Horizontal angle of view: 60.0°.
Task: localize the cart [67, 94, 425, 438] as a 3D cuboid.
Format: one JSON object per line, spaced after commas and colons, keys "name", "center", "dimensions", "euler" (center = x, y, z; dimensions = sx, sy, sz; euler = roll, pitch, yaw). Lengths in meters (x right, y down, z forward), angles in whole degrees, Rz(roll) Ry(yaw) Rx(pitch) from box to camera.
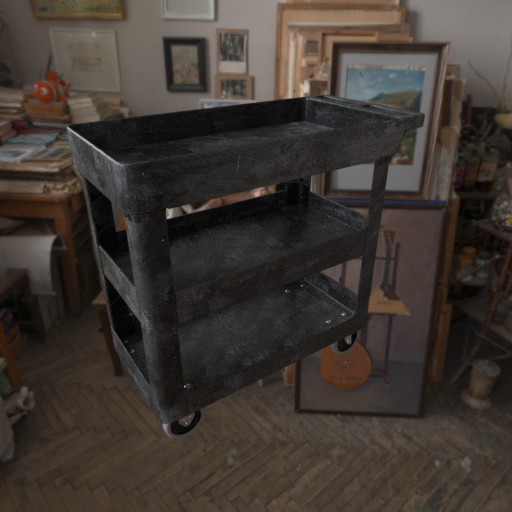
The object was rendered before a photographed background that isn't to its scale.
{"name": "cart", "center": [0.000, 0.000, 1.365], "dimensions": [0.877, 0.824, 0.420], "euler": [-18, 33, -30]}
